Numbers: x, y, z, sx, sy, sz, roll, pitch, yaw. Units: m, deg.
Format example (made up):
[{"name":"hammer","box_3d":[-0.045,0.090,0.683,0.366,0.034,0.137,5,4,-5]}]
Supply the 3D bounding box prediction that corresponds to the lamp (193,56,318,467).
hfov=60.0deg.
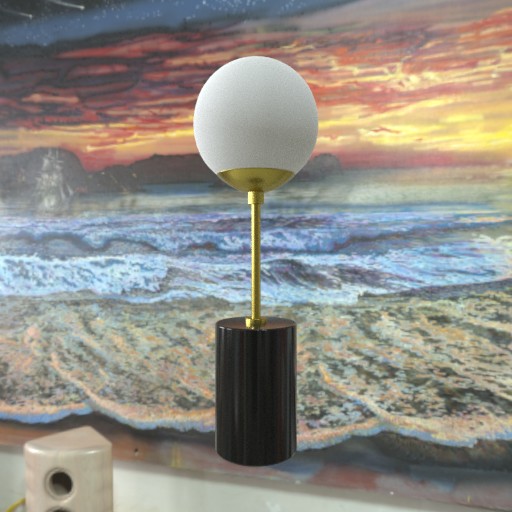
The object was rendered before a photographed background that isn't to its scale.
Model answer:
[{"name":"lamp","box_3d":[0.000,0.000,0.552,0.153,0.480,0.153,0,1,0]}]
